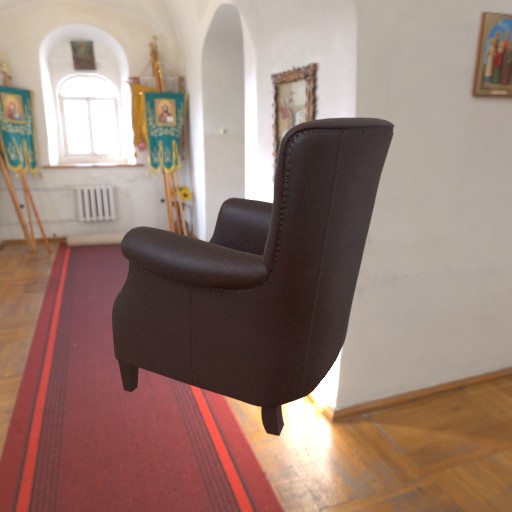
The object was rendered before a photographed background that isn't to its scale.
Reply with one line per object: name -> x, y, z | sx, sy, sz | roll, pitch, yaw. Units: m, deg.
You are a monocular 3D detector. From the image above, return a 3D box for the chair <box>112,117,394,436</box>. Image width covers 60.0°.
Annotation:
chair -> 0.000, 0.000, 1.355 | 0.746, 0.800, 0.700 | 7, 18, 24
